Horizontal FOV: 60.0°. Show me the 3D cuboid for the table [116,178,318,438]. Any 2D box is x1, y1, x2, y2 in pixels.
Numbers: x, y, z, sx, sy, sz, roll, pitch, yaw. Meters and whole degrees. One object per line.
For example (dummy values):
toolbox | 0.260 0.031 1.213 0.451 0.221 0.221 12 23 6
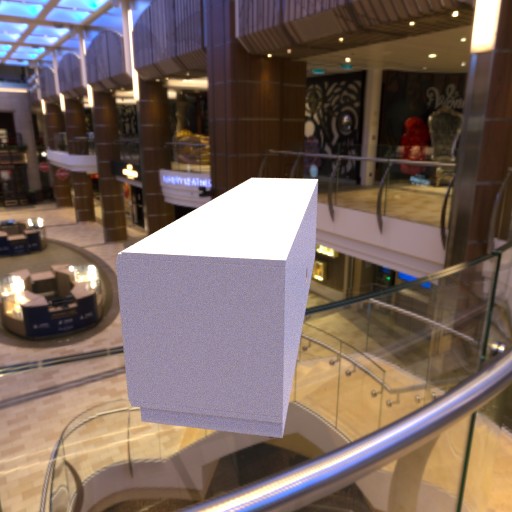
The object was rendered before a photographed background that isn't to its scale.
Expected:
table | 0.000 0.000 1.738 0.400 0.440 1.550 3 16 10
